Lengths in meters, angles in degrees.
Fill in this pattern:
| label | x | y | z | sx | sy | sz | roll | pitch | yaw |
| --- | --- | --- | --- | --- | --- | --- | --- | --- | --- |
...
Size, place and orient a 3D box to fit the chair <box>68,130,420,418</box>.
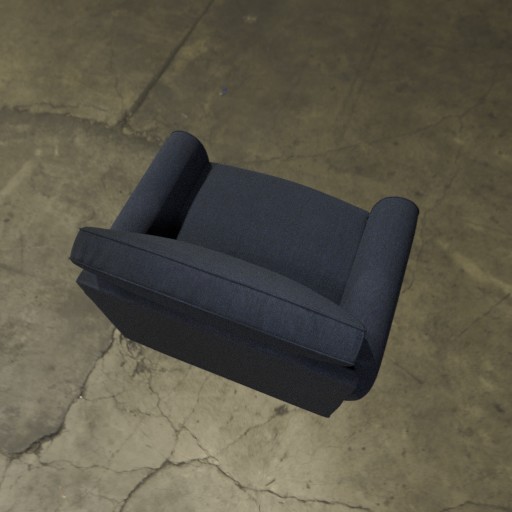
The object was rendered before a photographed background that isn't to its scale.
| label | x | y | z | sx | sy | sz | roll | pitch | yaw |
| --- | --- | --- | --- | --- | --- | --- | --- | --- | --- |
| chair | 0.000 | 0.000 | 2.034 | 1.285 | 1.044 | 0.963 | 19 | 64 | 10 |
